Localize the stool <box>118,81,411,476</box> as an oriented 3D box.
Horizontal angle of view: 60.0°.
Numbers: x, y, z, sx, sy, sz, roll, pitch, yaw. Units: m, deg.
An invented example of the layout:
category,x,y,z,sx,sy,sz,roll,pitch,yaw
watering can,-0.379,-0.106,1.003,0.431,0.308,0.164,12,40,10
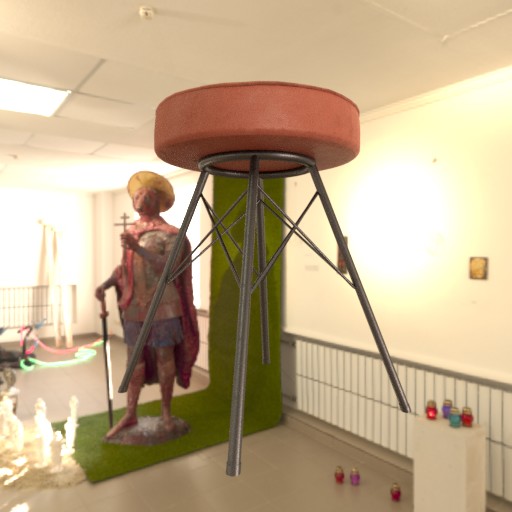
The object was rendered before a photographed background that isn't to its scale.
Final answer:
category,x,y,z,sx,sy,sz,roll,pitch,yaw
stool,0.000,0.000,0.905,0.421,0.593,0.457,-1,1,-36
